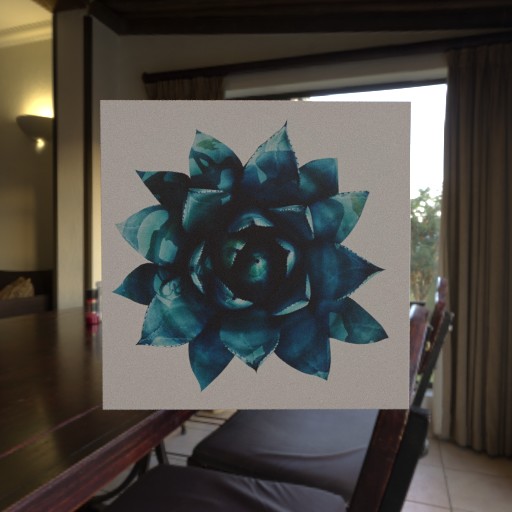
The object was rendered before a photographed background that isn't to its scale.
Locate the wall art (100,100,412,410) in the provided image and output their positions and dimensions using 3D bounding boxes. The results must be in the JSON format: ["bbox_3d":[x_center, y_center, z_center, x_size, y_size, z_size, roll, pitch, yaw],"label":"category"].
[{"bbox_3d":[0.000,0.000,0.602,0.406,0.406,0.038,0,1,0],"label":"wall art"}]
